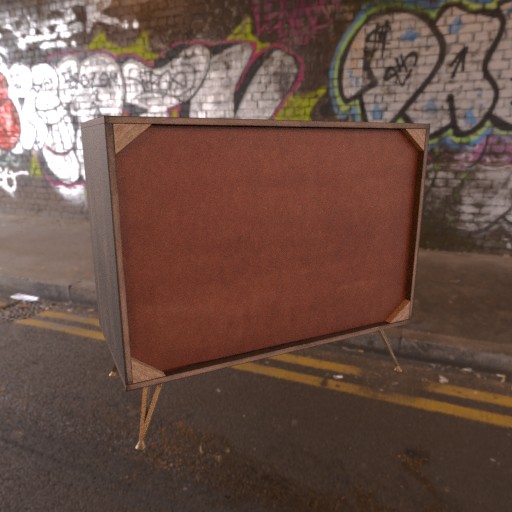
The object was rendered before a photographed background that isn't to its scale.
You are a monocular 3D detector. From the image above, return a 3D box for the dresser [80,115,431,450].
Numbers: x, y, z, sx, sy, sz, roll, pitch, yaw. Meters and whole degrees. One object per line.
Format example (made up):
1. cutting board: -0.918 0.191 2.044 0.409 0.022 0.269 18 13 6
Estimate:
1. dresser: 0.000 0.000 1.399 0.923 0.801 0.453 -7 16 -26
